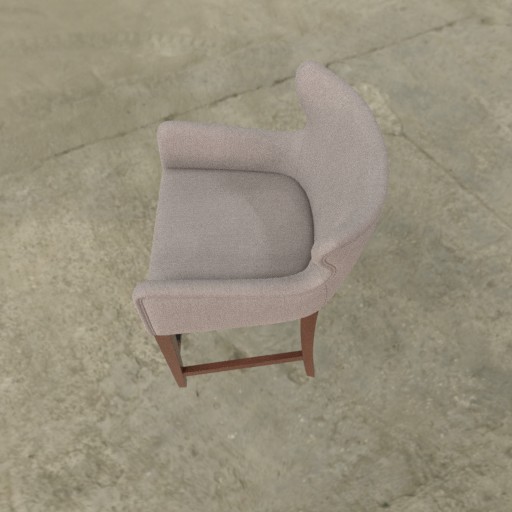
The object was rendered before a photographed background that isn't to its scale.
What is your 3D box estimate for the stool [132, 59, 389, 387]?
[{"bbox_3d":[0.000,0.000,1.348,0.575,0.951,0.575,-1,58,0],"label":"stool"}]
